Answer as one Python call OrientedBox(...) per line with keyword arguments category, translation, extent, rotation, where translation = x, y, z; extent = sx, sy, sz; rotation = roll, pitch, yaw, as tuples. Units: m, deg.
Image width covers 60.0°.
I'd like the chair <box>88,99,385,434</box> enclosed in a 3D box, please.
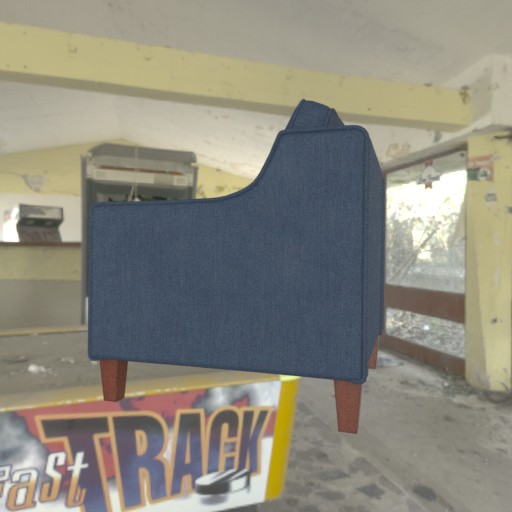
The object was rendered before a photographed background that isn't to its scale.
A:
OrientedBox(category="chair", translation=(0.000, 0.000, 1.693), extent=(0.909, 0.960, 0.831), rotation=(0, 1, 19))
